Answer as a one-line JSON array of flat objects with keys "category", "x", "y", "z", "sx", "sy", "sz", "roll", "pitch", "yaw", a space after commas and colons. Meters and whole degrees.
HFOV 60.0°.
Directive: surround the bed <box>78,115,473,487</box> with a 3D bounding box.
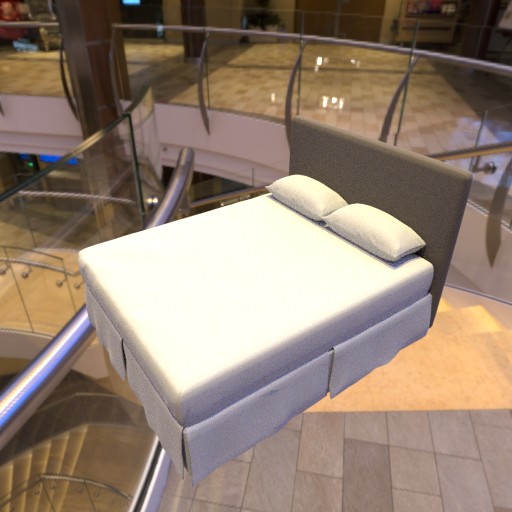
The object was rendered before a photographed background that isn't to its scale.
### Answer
[{"category": "bed", "x": 0.000, "y": 0.000, "z": 3.125, "sx": 2.142, "sy": 1.330, "sz": 1.748, "roll": -21, "pitch": 37, "yaw": -29}]
